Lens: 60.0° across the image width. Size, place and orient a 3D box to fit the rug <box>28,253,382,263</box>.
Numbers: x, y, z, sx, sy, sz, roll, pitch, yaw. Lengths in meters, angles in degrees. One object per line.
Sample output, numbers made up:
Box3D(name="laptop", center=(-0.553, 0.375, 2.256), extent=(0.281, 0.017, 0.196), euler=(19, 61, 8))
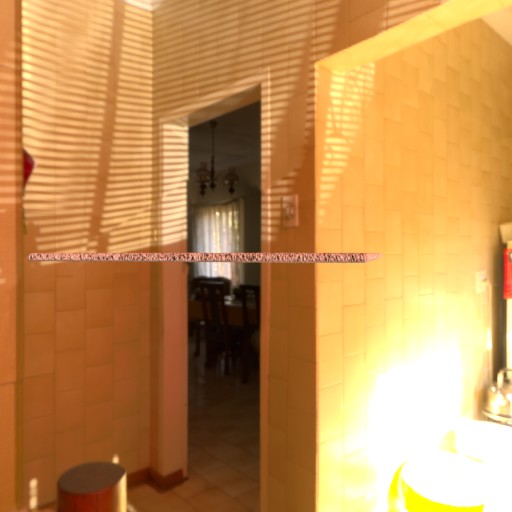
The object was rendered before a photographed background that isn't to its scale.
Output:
Box3D(name="rug", center=(0.000, 0.000, 2.295), extent=(1.219, 0.030, 1.778), euler=(0, 0, 17))
